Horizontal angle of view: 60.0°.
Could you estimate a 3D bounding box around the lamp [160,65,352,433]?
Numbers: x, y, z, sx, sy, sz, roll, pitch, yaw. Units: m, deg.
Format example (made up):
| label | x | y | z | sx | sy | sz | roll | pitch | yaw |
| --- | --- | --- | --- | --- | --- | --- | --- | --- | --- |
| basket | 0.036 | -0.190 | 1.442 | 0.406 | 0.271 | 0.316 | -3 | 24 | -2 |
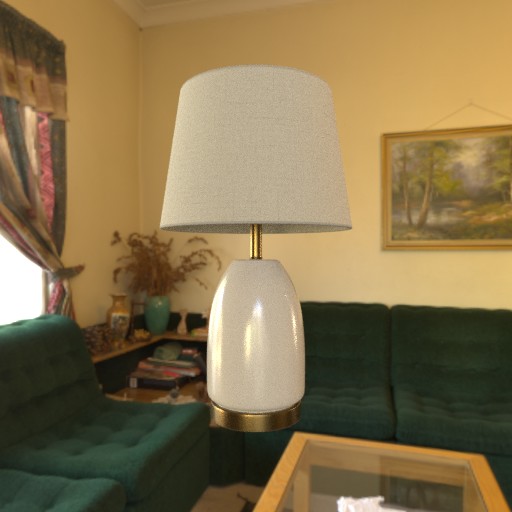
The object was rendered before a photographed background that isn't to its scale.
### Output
| label | x | y | z | sx | sy | sz | roll | pitch | yaw |
| --- | --- | --- | --- | --- | --- | --- | --- | --- | --- |
| lamp | 0.000 | 0.000 | 0.672 | 0.285 | 0.483 | 0.285 | 0 | 0 | 0 |
